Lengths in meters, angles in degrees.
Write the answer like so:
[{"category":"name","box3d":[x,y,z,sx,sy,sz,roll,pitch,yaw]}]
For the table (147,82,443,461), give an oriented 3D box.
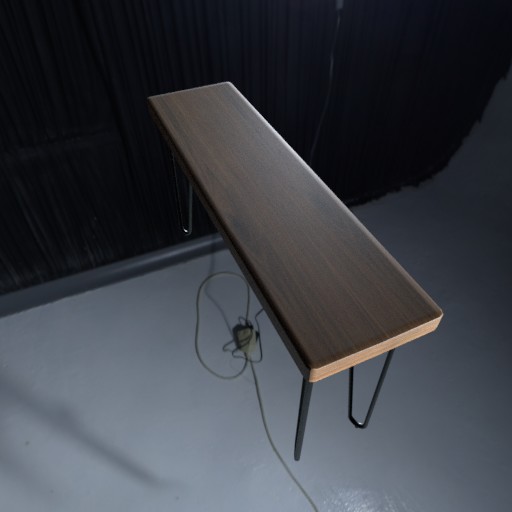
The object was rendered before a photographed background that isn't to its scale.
[{"category":"table","box3d":[0.000,0.000,1.933,0.425,0.834,1.570,-18,48,-17]}]
